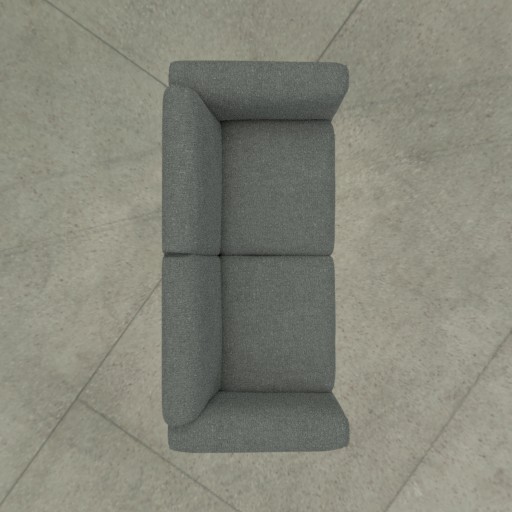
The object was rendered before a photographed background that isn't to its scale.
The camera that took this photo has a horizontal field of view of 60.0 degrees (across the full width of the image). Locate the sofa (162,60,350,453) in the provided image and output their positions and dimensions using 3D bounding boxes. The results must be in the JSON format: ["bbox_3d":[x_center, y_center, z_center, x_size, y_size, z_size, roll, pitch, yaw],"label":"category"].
[{"bbox_3d":[0.000,0.000,2.567,0.985,0.703,2.125,0,89,-1],"label":"sofa"}]
